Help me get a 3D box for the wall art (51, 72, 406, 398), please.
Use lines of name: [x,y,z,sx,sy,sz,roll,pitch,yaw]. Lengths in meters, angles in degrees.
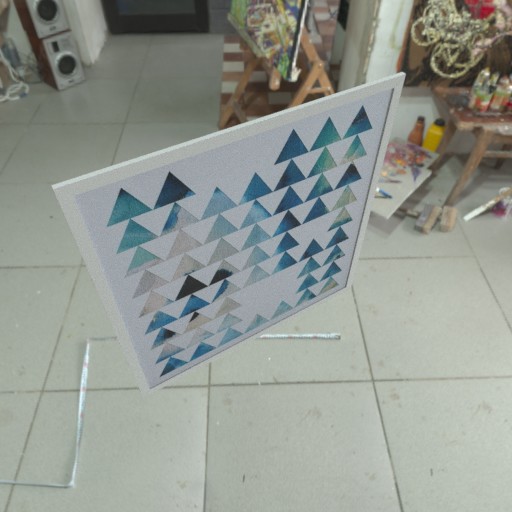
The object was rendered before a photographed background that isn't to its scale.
wall art: [0.000,0.000,0.672,0.456,0.456,0.007,-24,52,-20]
